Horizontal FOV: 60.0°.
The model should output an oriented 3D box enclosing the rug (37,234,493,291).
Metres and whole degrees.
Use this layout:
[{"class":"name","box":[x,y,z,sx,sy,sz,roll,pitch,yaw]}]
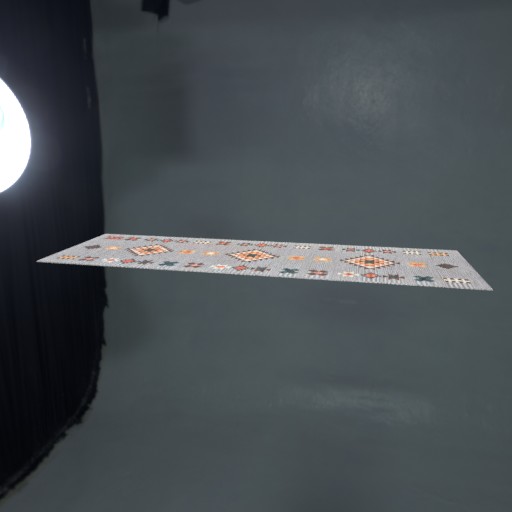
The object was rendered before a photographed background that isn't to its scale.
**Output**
[{"class":"rug","box":[0.000,0.000,2.679,2.432,0.008,0.766,3,15,11]}]
